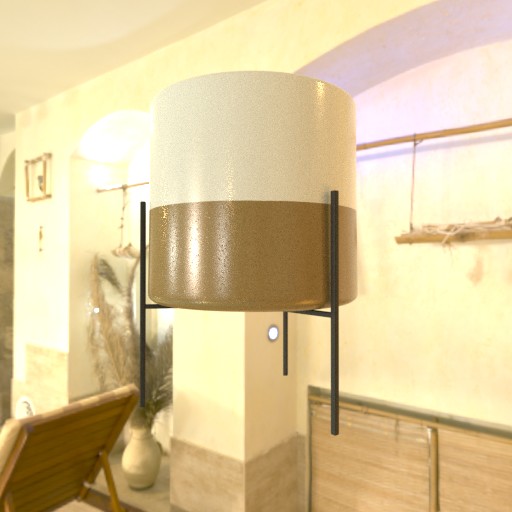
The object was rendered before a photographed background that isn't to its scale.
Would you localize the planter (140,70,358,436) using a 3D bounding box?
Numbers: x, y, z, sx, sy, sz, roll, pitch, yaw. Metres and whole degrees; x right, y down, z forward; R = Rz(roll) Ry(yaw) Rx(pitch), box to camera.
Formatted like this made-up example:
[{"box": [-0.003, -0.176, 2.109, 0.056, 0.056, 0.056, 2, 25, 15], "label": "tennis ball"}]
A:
[{"box": [0.000, 0.000, 0.661, 0.310, 0.432, 0.310, 0, -1, 37], "label": "planter"}]
